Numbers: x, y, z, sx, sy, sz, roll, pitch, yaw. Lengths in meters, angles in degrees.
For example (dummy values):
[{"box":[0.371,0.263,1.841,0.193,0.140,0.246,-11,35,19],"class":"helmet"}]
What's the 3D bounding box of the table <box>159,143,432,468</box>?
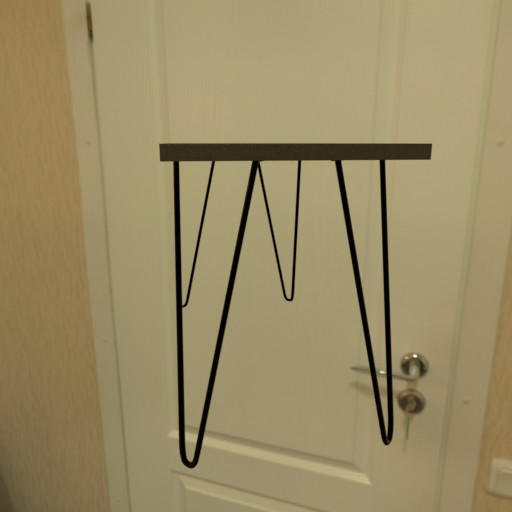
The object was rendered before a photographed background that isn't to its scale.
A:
[{"box":[0.000,0.000,1.340,0.499,0.660,0.991,-2,15,-9],"class":"table"}]
